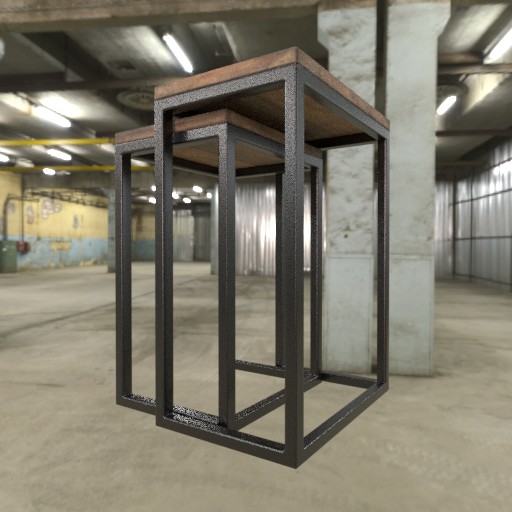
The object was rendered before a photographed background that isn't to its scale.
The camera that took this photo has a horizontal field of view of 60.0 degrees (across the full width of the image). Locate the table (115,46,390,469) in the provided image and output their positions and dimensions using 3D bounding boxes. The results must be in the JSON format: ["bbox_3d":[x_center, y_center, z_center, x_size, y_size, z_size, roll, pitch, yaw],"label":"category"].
[{"bbox_3d":[0.000,0.000,0.952,0.460,0.615,0.456,1,1,36],"label":"table"}]
